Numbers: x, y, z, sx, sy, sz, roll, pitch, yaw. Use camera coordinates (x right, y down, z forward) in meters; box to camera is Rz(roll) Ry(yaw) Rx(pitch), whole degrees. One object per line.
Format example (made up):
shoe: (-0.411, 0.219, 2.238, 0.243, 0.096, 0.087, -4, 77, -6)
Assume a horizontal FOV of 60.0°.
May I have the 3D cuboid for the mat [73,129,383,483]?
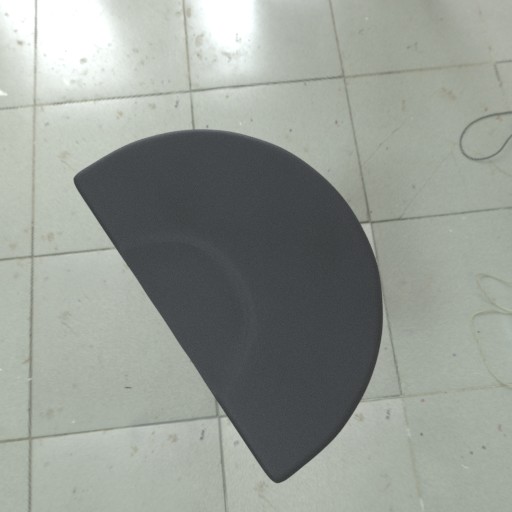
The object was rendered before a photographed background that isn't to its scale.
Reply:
mat: (0.000, 0.000, 1.850, 0.917, 0.016, 1.525, -35, 79, -8)
